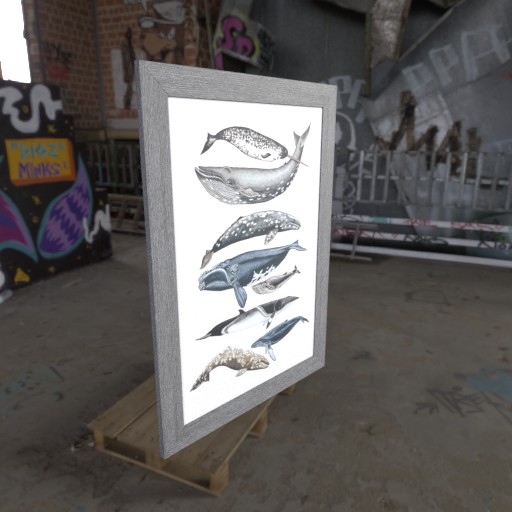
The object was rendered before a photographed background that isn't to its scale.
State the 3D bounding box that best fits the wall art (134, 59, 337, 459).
[{"bbox_3d":[0.000,0.000,1.410,0.768,1.070,0.020,-15,21,-43],"label":"wall art"}]
